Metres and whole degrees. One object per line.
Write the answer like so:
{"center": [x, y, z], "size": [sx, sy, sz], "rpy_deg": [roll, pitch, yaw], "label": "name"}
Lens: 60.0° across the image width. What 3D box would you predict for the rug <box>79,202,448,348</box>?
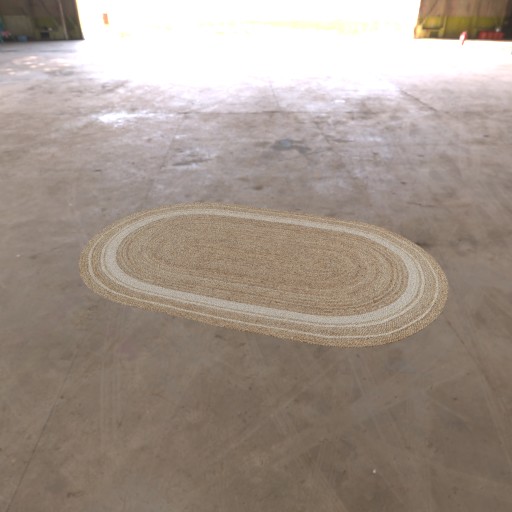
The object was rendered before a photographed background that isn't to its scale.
{"center": [0.000, 0.000, 2.989], "size": [2.432, 0.006, 1.520], "rpy_deg": [9, 32, 15], "label": "rug"}
